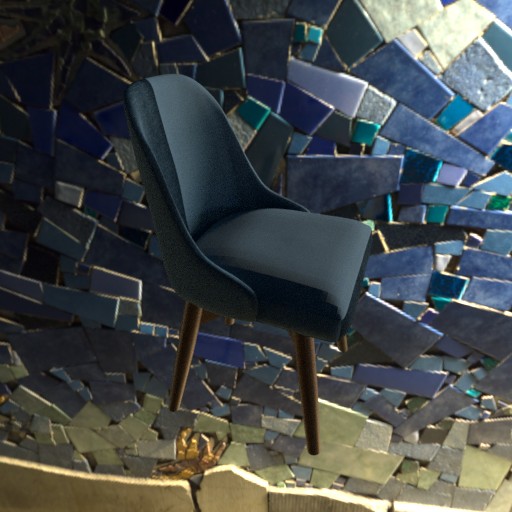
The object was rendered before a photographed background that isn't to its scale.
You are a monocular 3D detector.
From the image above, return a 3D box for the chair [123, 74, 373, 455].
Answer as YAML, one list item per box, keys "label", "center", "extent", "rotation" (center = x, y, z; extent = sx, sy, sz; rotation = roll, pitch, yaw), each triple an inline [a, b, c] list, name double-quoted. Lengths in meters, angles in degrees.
- label: "chair"
  center: [0.000, 0.000, 1.213]
  extent: [0.589, 0.882, 0.503]
  rotation: [10, 32, 17]
